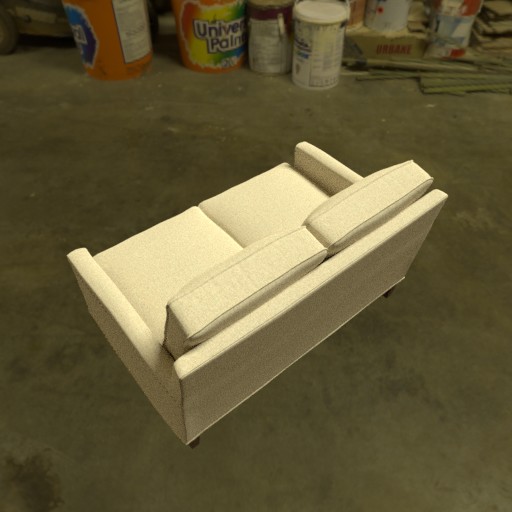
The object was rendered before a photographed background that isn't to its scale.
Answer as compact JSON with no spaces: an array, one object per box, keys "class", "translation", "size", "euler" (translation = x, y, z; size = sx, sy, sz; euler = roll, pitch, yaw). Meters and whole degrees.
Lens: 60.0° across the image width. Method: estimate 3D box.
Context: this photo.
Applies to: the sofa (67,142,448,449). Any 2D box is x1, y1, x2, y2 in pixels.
[{"class":"sofa","translation":[0.000,0.000,2.307],"size":[1.597,1.003,1.084],"euler":[-31,54,-26]}]
